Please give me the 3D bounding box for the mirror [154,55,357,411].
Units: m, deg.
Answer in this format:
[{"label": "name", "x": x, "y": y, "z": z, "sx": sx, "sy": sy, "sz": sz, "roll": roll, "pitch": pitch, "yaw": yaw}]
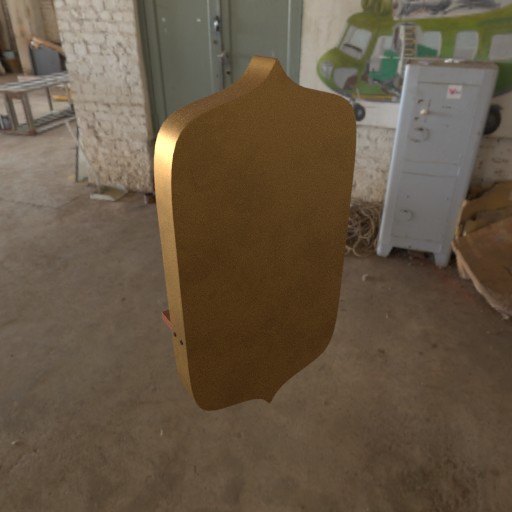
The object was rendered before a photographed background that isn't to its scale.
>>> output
[{"label": "mirror", "x": 0.000, "y": 0.000, "z": 0.740, "sx": 0.323, "sy": 0.613, "sz": 0.096, "roll": -19, "pitch": 35, "yaw": -29}]
